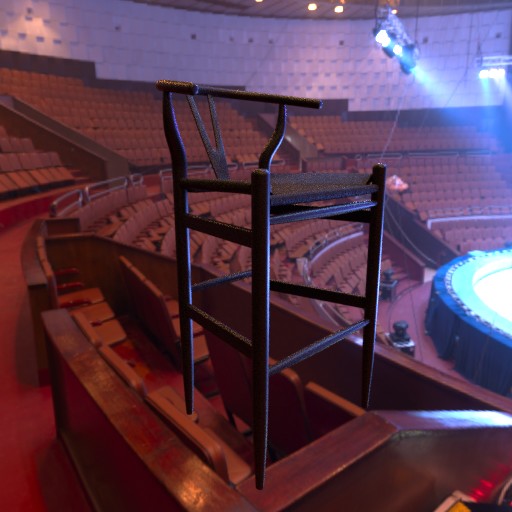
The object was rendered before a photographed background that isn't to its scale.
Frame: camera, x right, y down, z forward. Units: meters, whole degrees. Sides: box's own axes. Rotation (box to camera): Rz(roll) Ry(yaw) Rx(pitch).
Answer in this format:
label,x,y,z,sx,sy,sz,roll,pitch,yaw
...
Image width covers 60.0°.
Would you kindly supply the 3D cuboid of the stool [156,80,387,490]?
label,x,y,z,sx,sy,sz,roll,pitch,yaw
stool,0.000,0.000,1.407,0.579,1.072,0.569,13,18,43
